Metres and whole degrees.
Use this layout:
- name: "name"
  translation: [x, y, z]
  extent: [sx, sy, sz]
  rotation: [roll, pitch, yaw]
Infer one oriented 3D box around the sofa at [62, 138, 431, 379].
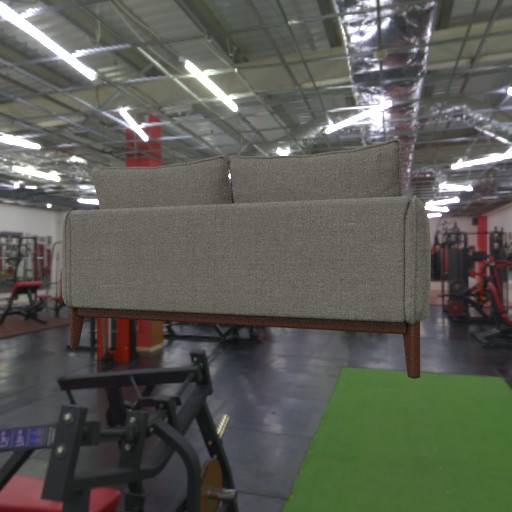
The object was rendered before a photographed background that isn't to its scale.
- name: "sofa"
  translation: [0.000, 0.000, 2.179]
  extent: [1.580, 0.851, 0.972]
  rotation: [0, 0, 19]
